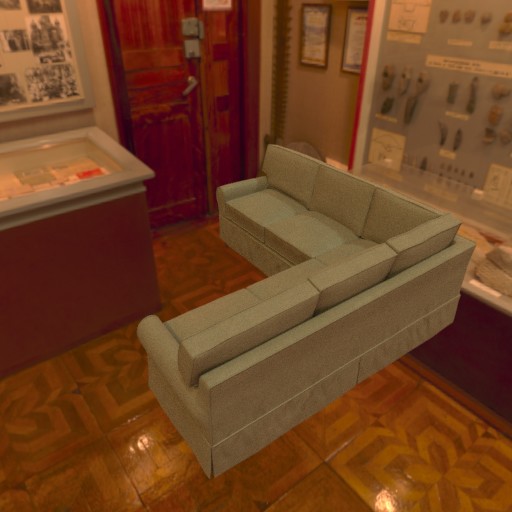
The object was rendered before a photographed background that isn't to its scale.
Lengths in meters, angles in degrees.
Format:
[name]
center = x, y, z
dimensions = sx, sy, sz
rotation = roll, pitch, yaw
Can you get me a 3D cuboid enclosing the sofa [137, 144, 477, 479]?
[sofa]
center = 0.000, 0.000, 4.032
dimensions = 2.623, 1.081, 2.618
rotation = -21, 38, -30
